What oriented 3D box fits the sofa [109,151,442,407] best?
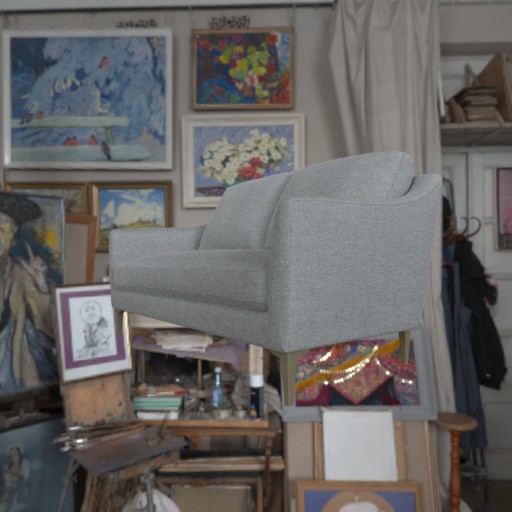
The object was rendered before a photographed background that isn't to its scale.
[{"bbox_3d":[0.000,0.000,2.162,0.960,0.904,1.619,1,-1,-36],"label":"sofa"}]
